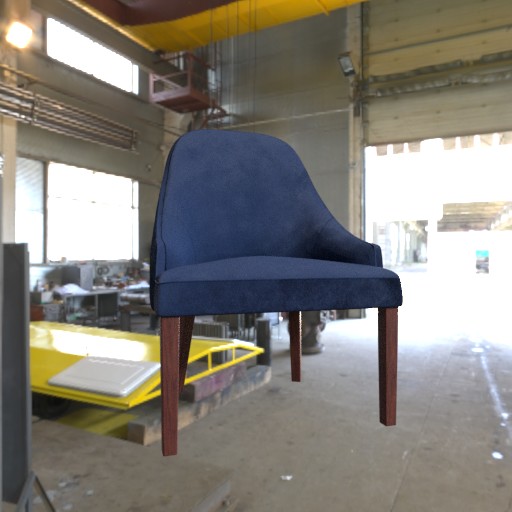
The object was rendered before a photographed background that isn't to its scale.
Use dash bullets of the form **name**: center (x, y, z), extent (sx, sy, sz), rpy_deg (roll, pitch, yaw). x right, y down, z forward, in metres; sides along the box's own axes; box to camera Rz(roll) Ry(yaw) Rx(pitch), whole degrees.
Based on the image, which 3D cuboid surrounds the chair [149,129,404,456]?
- **chair**: center (0.000, 0.000, 1.329), extent (0.643, 0.889, 0.575), rpy_deg (0, 0, -18)
